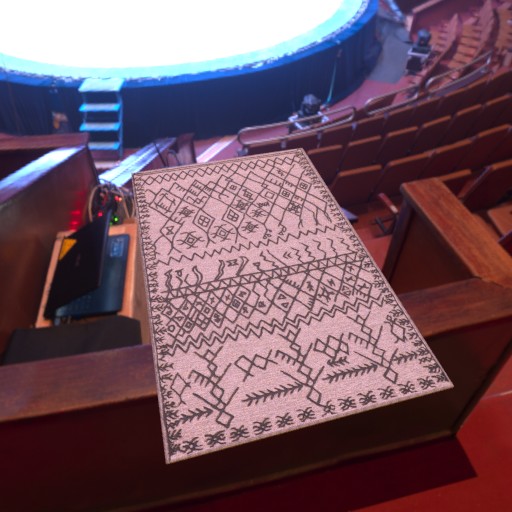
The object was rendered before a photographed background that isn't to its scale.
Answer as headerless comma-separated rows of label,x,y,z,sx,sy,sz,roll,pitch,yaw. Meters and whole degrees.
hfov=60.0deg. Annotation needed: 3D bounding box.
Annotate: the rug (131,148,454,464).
rug,0.000,0.000,3.048,1.526,0.012,2.444,-11,46,-11
